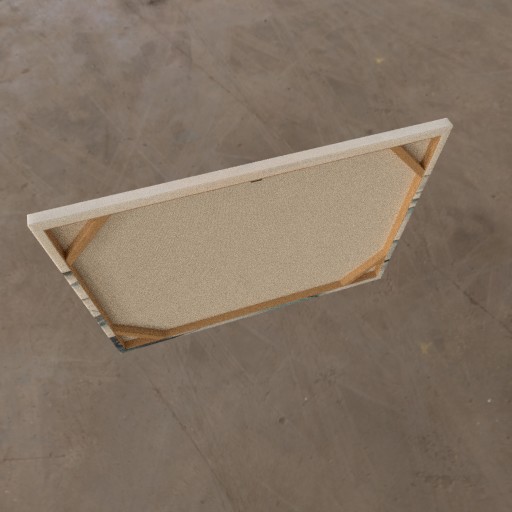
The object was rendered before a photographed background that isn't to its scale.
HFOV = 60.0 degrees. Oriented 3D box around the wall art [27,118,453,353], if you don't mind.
[{"bbox_3d":[0.000,0.000,1.608,1.219,0.915,0.039,-15,59,-9],"label":"wall art"}]
